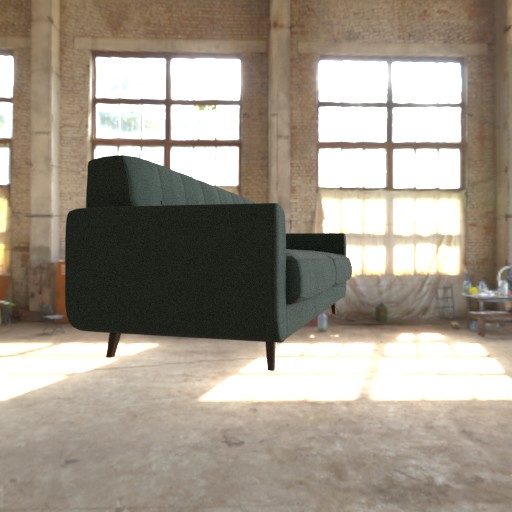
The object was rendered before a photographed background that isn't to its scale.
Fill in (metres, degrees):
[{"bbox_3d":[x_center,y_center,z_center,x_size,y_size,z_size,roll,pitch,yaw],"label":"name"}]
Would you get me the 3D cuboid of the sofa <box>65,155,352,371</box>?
[{"bbox_3d":[0.000,0.000,2.531,0.909,0.841,2.029,0,0,18],"label":"sofa"}]
